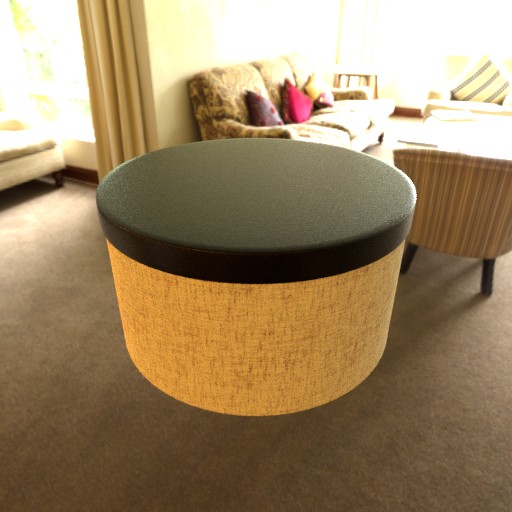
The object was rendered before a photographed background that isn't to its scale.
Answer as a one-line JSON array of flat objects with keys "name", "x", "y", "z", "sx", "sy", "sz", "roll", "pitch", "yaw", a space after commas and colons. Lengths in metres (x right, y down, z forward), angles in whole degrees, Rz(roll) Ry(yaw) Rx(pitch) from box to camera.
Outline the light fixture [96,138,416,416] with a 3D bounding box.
[{"name": "light fixture", "x": 0.000, "y": 0.000, "z": 0.619, "sx": 0.389, "sy": 0.229, "sz": 0.389, "roll": 0, "pitch": 30, "yaw": 0}]
